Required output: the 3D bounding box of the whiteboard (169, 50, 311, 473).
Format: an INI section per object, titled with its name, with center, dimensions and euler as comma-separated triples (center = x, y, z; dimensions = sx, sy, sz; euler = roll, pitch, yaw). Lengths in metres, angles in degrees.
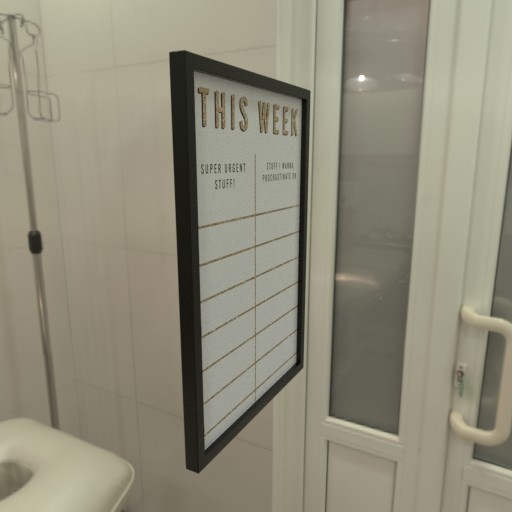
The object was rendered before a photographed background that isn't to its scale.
[whiteboard]
center = 0.000, 0.000, 0.797
dimensions = 0.026, 0.611, 0.406
euler = 7, 14, 29
